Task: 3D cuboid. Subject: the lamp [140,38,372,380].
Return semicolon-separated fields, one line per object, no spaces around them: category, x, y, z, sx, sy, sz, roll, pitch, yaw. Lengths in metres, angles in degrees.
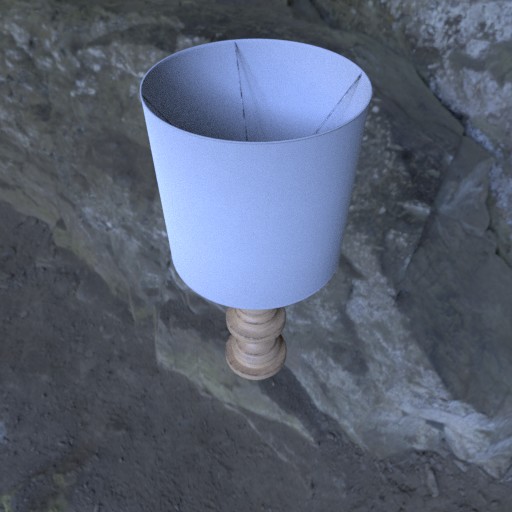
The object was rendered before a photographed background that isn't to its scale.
lamp;0.000;0.000;0.566;0.208;0.455;0.208;-24;51;-22
